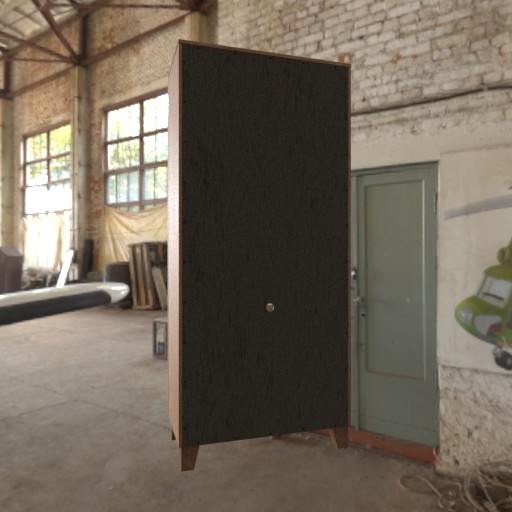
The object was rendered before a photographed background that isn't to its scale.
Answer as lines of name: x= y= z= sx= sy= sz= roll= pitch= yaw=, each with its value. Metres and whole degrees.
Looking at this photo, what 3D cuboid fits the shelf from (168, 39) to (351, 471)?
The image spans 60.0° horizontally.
shelf: x=0.000 y=0.000 z=2.315 sx=0.864 sy=1.930 sz=0.453 roll=0 pitch=0 yaw=-17
